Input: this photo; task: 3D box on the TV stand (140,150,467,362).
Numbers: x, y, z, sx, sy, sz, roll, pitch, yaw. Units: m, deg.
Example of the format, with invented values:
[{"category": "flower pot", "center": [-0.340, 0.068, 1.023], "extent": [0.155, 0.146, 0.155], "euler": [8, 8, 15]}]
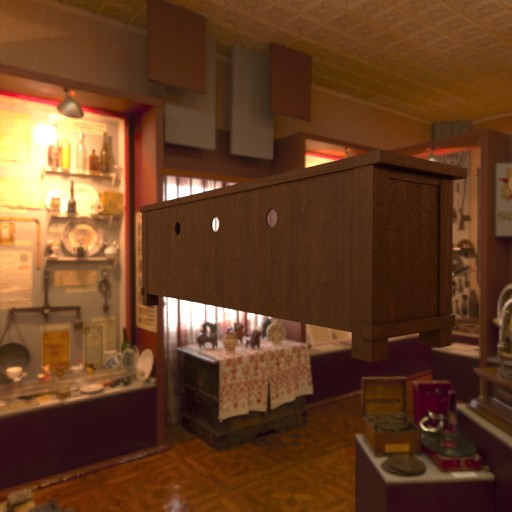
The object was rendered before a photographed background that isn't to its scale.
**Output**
[{"category": "TV stand", "center": [0.000, 0.000, 2.156], "extent": [0.471, 0.615, 1.866], "euler": [0, 0, -36]}]
